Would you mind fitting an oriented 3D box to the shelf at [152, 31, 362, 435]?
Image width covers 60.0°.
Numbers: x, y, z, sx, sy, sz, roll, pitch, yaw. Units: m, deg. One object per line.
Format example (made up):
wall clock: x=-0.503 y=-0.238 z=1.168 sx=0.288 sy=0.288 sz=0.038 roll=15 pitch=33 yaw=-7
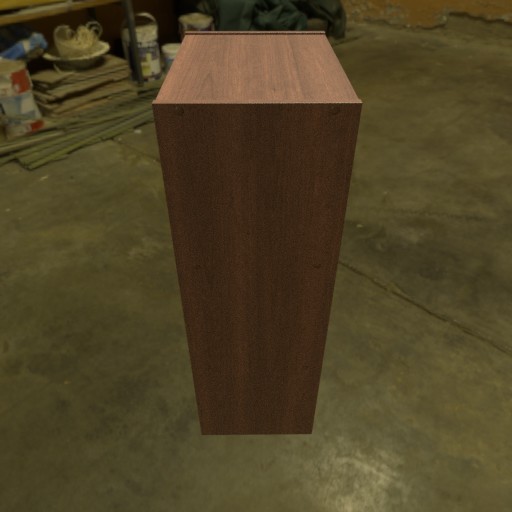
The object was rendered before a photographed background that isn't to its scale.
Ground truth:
shelf: x=0.000 y=0.000 z=1.046 sx=0.290 sy=0.879 sz=0.414 roll=0 pitch=39 yaw=0
